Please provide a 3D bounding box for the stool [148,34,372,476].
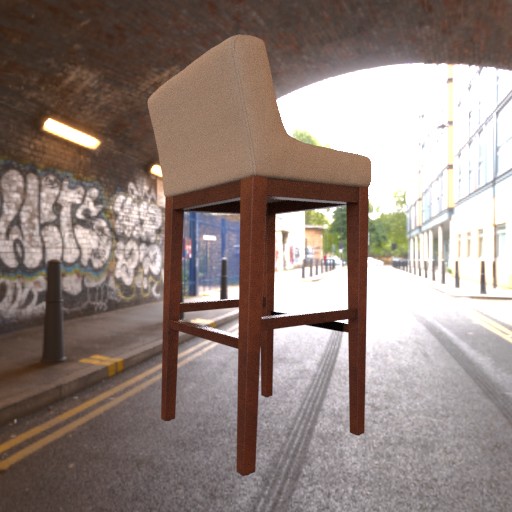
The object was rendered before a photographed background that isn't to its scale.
[{"bbox_3d":[0.000,0.000,1.336,0.500,1.037,0.511,0,0,-36],"label":"stool"}]
